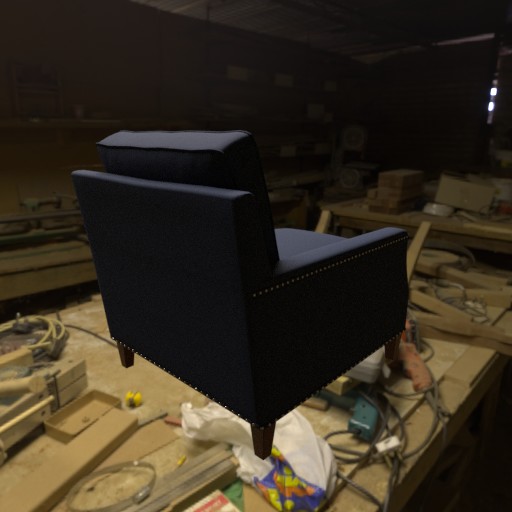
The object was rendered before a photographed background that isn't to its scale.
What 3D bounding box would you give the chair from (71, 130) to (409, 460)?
[{"bbox_3d":[0.000,0.000,1.722,0.853,0.943,1.014,15,22,41],"label":"chair"}]
